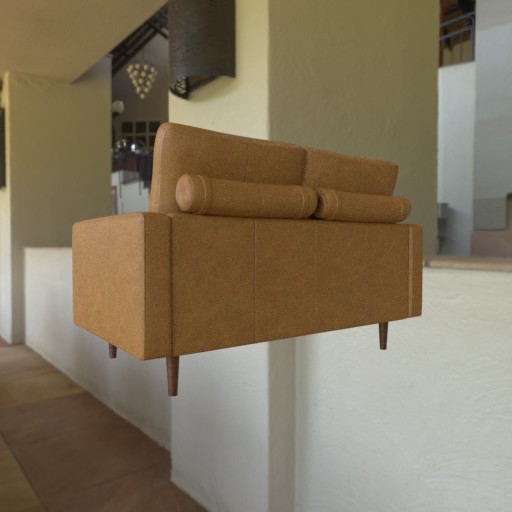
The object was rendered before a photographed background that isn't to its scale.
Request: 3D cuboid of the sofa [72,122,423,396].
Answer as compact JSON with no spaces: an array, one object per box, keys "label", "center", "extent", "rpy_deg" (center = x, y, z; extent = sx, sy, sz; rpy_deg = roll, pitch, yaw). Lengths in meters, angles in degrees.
[{"label":"sofa","center":[0.000,0.000,2.017],"extent":[1.430,0.898,0.868],"rpy_deg":[-1,2,-36]}]
